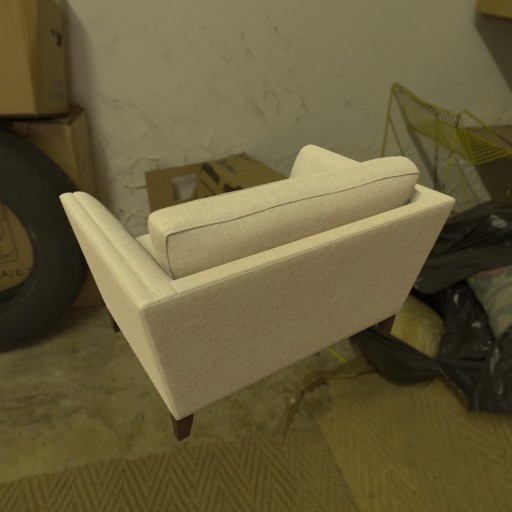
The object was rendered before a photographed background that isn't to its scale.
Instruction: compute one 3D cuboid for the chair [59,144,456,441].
[{"bbox_3d":[0.000,0.000,2.028,1.397,0.940,0.965,-18,35,-28],"label":"chair"}]
